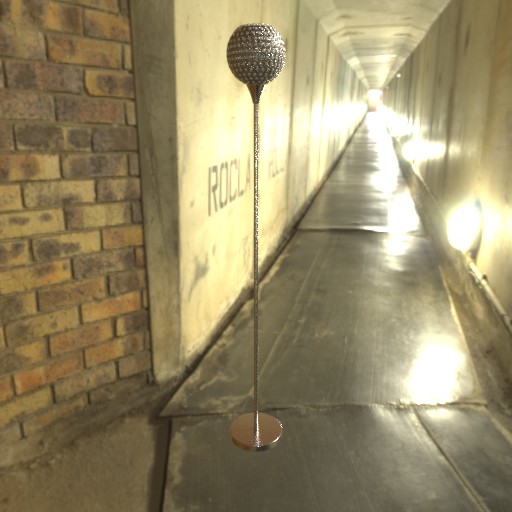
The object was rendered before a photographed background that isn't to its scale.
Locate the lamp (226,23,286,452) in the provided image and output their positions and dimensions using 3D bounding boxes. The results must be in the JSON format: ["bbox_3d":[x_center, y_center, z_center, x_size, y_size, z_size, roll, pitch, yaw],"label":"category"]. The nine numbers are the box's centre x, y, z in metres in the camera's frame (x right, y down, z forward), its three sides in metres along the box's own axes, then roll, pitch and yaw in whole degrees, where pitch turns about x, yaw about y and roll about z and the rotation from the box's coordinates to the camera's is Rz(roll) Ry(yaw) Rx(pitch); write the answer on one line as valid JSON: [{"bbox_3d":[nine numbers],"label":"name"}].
[{"bbox_3d":[0.000,0.000,1.926,0.254,1.805,0.254,0,15,0],"label":"lamp"}]
